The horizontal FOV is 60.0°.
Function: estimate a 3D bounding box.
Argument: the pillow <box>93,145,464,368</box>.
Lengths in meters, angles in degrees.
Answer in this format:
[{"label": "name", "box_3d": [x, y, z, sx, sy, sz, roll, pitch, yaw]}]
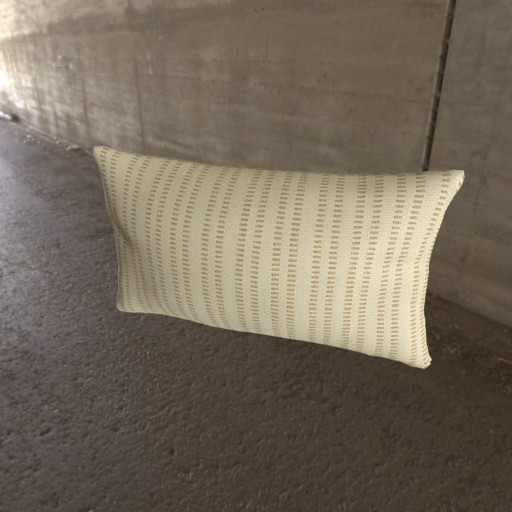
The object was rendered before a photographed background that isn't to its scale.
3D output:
[{"label": "pillow", "box_3d": [0.000, 0.000, 0.790, 0.640, 0.353, 0.210, 8, 26, 16]}]
